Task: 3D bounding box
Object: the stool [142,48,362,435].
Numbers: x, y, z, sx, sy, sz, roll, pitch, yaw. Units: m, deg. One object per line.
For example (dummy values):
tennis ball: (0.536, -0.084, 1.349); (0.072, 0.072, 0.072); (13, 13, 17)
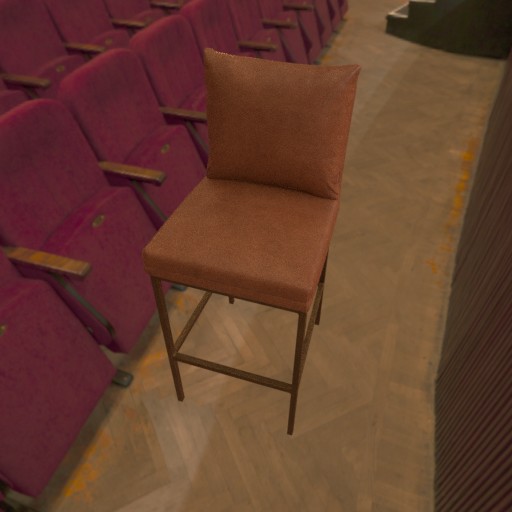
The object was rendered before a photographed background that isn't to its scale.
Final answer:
stool: (0.000, 0.000, 1.434); (0.463, 1.124, 0.571); (12, 43, 13)
